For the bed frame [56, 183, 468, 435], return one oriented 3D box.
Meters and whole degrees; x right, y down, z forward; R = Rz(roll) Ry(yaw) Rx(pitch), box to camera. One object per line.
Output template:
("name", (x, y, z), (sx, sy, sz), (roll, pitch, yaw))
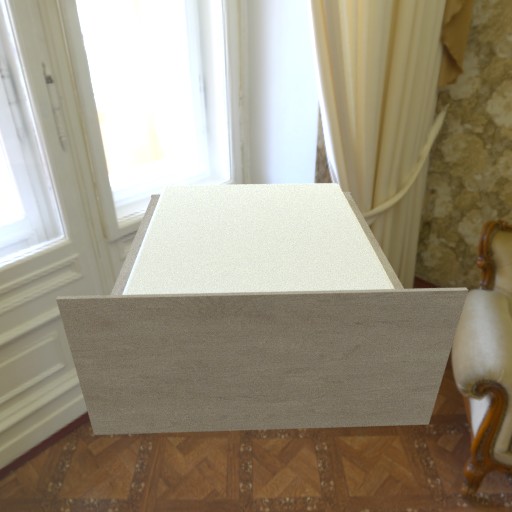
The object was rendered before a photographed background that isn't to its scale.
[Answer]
("bed frame", (0.000, 0.000, 2.788), (1.622, 0.800, 1.960), (-1, 30, -2))
